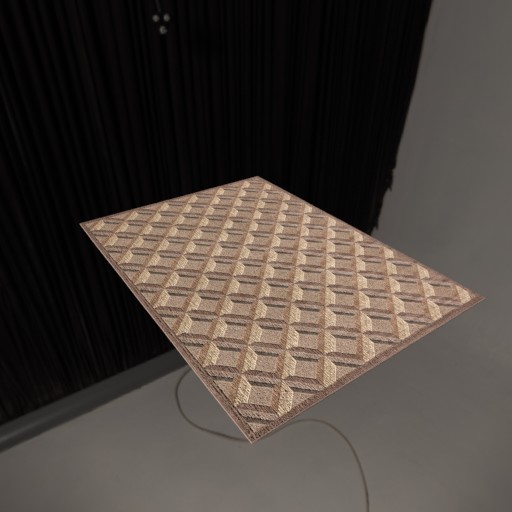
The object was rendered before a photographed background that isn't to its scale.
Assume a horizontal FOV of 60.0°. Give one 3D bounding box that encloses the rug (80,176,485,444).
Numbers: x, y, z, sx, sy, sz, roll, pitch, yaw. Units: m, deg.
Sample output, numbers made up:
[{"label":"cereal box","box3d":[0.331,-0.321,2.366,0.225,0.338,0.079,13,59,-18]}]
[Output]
[{"label":"rug","box3d":[0.000,0.000,4.261,2.382,0.018,3.294,-20,37,-29]}]
